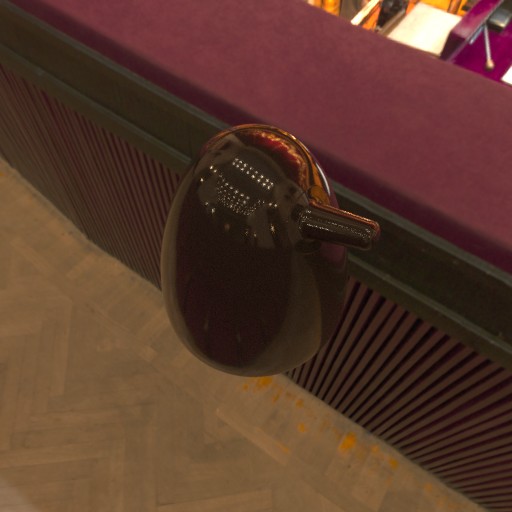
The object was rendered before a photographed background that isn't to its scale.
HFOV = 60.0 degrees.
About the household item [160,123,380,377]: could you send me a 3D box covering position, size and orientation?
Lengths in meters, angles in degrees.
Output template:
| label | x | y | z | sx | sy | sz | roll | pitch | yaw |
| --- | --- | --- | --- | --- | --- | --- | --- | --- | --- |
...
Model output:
| label | x | y | z | sx | sy | sz | roll | pitch | yaw |
| --- | --- | --- | --- | --- | --- | --- | --- | --- | --- |
| household item | 0.000 | 0.000 | 0.222 | 0.104 | 0.152 | 0.102 | 33 | 65 | 17 |
